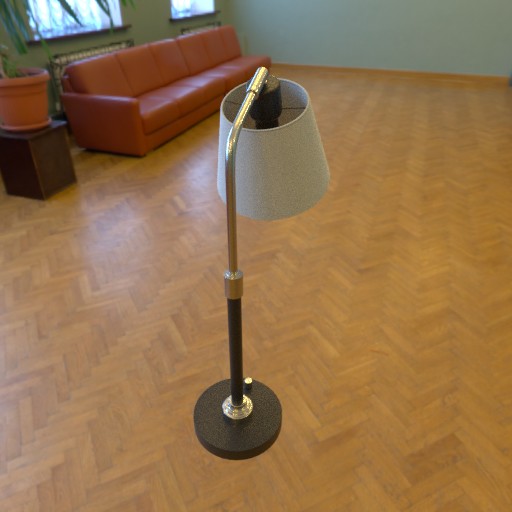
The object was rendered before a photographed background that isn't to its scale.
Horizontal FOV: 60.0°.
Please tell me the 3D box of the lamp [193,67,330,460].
[{"bbox_3d":[0.000,0.000,0.688,0.181,0.539,0.348,10,33,15],"label":"lamp"}]
